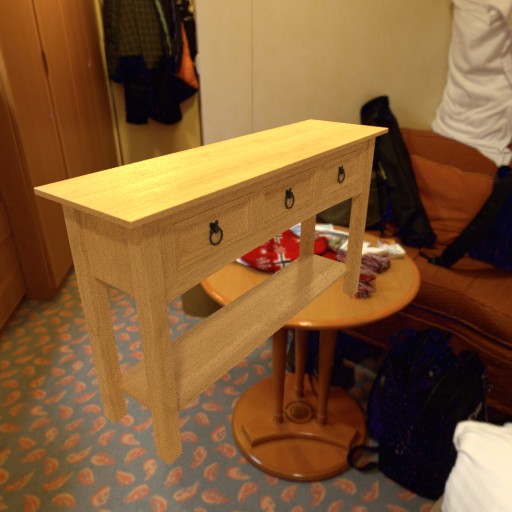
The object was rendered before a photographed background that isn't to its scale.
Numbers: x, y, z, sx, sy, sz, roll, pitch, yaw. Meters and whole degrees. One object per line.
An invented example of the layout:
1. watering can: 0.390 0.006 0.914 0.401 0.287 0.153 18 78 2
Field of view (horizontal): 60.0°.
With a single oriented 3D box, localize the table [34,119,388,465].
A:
1. table: 0.000 0.000 1.533 0.350 0.730 1.240 18 32 33
